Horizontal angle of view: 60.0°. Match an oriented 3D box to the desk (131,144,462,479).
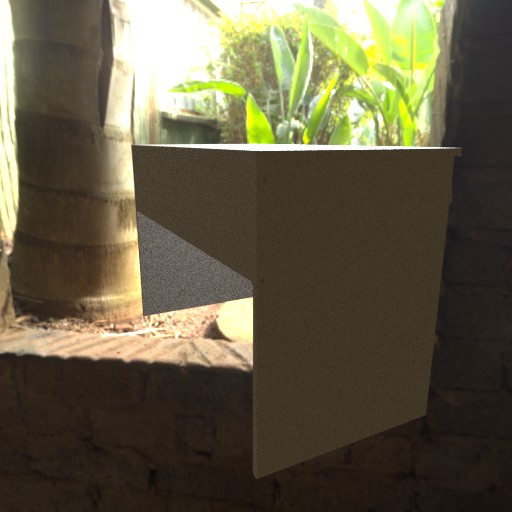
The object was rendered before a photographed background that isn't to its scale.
[{"bbox_3d":[0.000,0.000,1.515,0.560,0.730,1.100,-7,16,-26],"label":"desk"}]
